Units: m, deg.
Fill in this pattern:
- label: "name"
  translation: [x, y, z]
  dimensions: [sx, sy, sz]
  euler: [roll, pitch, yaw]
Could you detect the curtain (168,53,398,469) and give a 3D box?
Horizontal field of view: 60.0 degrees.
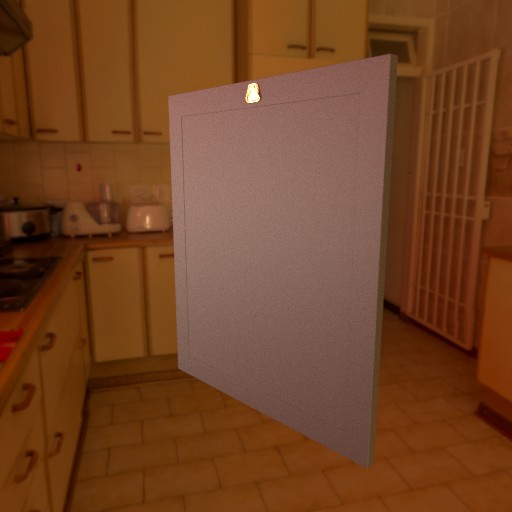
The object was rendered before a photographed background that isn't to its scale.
- label: "curtain"
  translation: [0.000, 0.000, 0.780]
  dimensions: [0.483, 0.585, 0.027]
  euler: [11, 16, 44]
